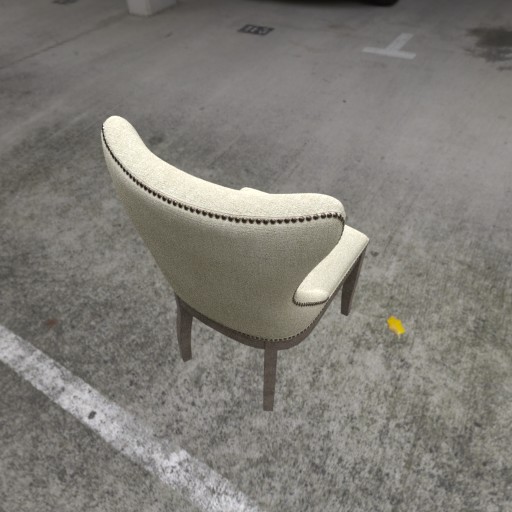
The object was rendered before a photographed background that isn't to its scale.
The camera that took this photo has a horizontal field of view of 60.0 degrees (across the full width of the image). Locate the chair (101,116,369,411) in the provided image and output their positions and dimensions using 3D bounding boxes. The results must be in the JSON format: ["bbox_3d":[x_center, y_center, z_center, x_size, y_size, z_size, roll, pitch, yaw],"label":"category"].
[{"bbox_3d":[0.000,0.000,1.444,0.654,1.002,0.681,25,52,21],"label":"chair"}]
